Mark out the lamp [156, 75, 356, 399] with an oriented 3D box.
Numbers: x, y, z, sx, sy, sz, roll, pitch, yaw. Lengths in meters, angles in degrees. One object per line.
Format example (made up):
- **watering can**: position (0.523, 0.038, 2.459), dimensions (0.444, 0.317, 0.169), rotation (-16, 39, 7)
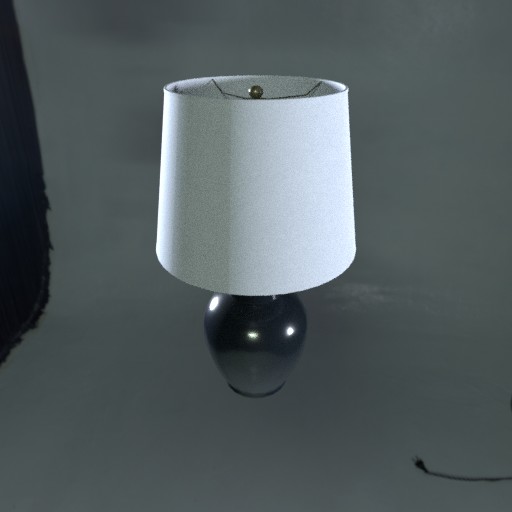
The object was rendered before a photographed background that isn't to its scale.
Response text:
- **lamp**: position (0.000, 0.000, 0.552), dimensions (0.239, 0.399, 0.239), rotation (0, 28, 0)
